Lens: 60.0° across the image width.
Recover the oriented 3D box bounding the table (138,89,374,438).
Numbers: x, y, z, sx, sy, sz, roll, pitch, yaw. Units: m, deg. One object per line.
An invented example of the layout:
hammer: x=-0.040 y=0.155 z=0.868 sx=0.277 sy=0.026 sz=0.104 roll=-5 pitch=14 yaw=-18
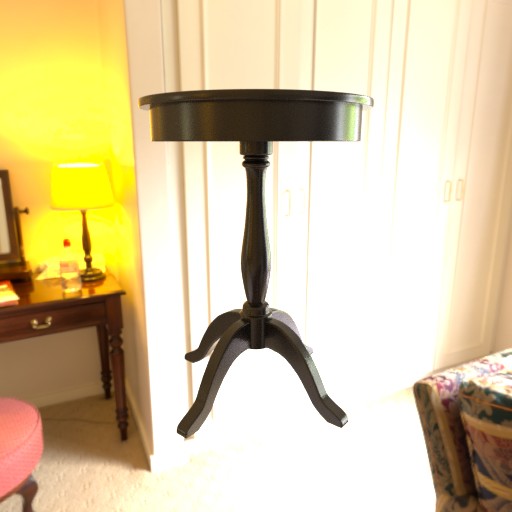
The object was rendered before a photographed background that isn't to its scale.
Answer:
table: x=0.000 y=0.000 z=1.006 sx=0.481 sy=0.665 sz=0.481 roll=0 pitch=14 yaw=0
